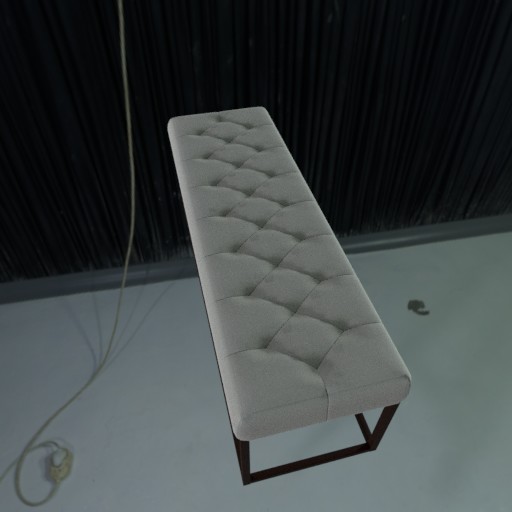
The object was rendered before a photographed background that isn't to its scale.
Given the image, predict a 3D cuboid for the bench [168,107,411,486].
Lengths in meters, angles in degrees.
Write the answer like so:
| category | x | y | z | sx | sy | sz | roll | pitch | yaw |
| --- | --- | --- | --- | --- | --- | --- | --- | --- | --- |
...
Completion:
| category | x | y | z | sx | sy | sz | roll | pitch | yaw |
| --- | --- | --- | --- | --- | --- | --- | --- | --- | --- |
| bench | 0.000 | 0.000 | 1.736 | 0.479 | 0.488 | 1.488 | -10 | 47 | -10 |
